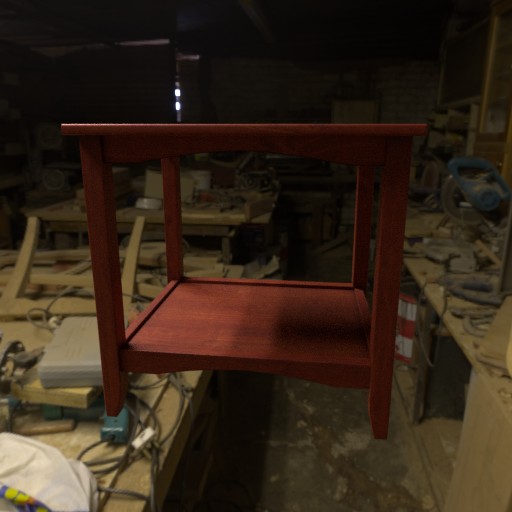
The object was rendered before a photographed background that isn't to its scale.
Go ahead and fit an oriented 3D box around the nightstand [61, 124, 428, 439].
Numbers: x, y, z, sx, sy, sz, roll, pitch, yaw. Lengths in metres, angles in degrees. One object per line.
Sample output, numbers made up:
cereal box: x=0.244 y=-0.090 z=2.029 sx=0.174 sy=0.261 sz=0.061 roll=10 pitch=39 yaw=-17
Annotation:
nightstand: x=0.000 y=0.000 z=0.982 sx=0.558 sy=0.558 sz=0.501 roll=2 pitch=17 yaw=7
